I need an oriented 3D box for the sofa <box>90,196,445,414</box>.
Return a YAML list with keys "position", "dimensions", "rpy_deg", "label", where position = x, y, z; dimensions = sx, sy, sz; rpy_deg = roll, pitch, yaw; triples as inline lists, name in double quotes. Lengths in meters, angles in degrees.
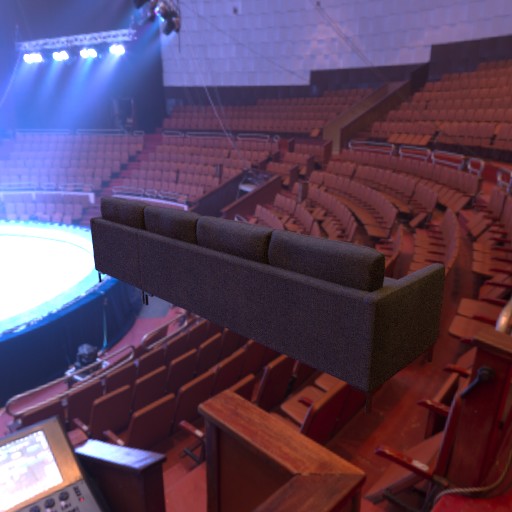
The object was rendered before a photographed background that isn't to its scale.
- position: [0.000, 0.000, 3.503]
  dimensions: [2.932, 0.810, 1.350]
  rpy_deg: [15, 21, 43]
  label: "sofa"
